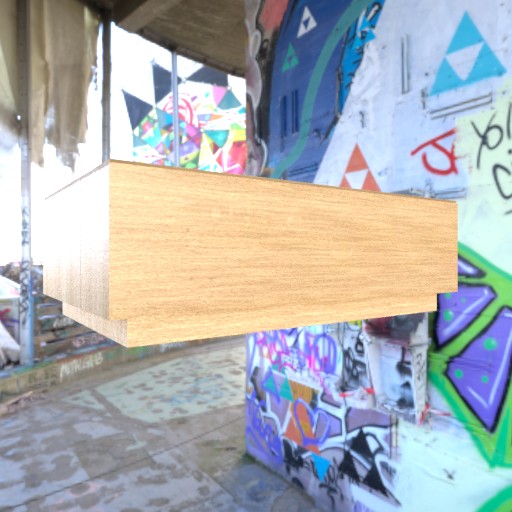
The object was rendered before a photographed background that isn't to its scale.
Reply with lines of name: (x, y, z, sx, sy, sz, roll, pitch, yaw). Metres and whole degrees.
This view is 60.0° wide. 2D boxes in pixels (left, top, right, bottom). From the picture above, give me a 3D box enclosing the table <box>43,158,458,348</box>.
table: (0.000, 0.000, 1.390, 1.110, 0.353, 0.678, 0, 0, -35)
